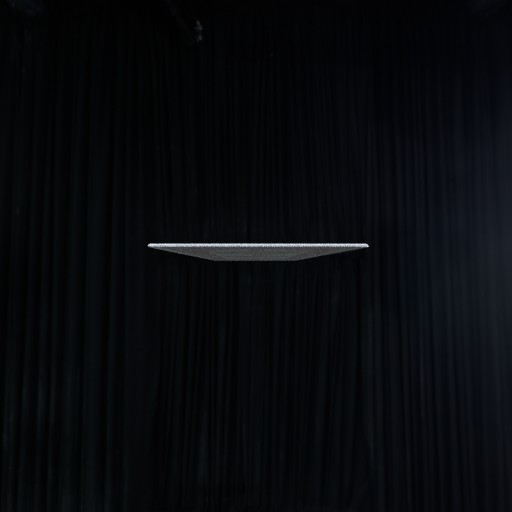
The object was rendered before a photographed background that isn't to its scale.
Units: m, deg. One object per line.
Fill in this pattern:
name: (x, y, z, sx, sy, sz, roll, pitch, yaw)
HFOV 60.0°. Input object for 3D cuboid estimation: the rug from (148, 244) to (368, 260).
rug: (0.000, 0.000, 2.470, 0.666, 0.011, 2.294, 0, -2, 0)
